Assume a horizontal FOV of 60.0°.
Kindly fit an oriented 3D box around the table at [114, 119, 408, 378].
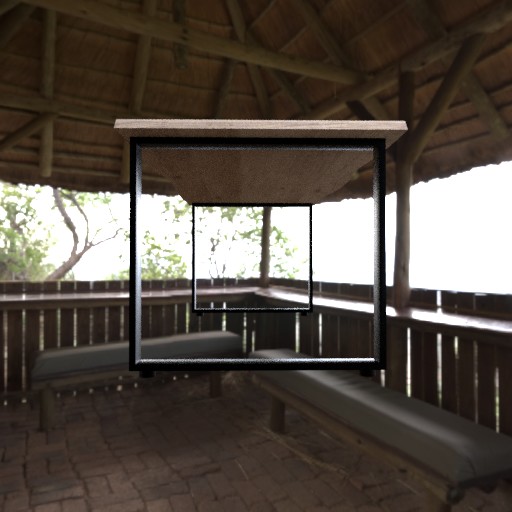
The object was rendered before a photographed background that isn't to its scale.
[{"bbox_3d":[0.000,0.000,2.193,0.900,0.780,1.800,0,-1,-1],"label":"table"}]
